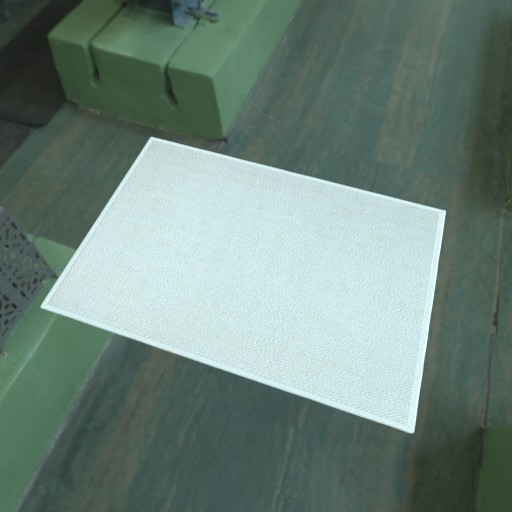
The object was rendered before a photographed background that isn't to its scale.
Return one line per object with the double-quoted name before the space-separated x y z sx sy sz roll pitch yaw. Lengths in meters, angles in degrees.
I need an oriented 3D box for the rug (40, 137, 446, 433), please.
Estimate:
"rug" 0.000 0.000 2.863 2.244 0.017 1.532 16 60 10
